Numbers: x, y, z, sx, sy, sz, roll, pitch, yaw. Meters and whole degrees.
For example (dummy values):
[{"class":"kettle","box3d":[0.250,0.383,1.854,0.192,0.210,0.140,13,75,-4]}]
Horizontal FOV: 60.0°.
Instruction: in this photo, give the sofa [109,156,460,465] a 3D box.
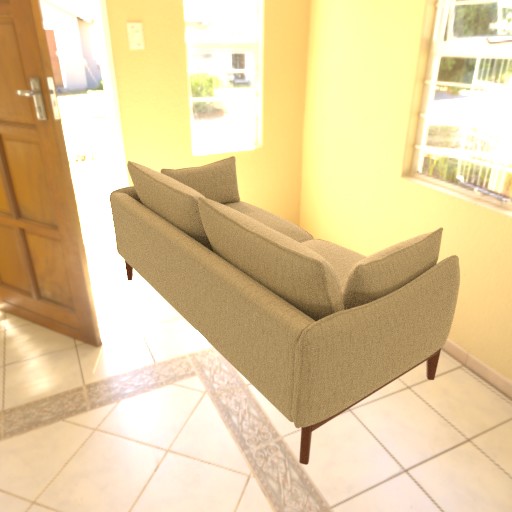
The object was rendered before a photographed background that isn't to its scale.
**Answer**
[{"class":"sofa","box3d":[0.000,0.000,2.512,0.991,0.860,1.989,-17,31,-32]}]
